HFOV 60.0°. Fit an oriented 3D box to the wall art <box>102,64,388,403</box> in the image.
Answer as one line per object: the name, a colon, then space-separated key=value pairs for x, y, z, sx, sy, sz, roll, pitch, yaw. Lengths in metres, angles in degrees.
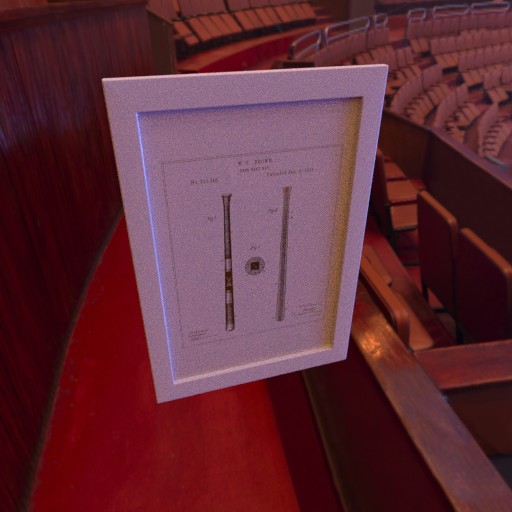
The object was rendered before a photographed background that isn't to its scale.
wall art: x=0.000 y=0.000 z=0.619 sx=0.329 sy=0.482 sz=0.011 roll=-9 pitch=33 yaw=-15
